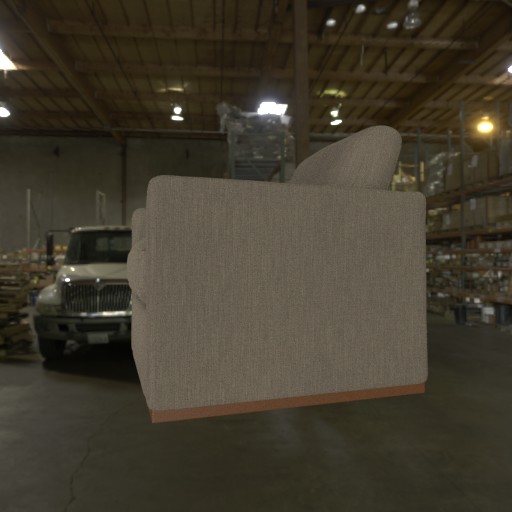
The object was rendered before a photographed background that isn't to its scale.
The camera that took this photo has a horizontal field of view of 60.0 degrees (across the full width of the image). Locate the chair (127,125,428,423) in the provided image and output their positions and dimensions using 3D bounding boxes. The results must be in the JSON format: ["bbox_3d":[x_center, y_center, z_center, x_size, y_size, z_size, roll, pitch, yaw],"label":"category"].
[{"bbox_3d":[0.000,0.000,1.523,0.834,0.811,0.763,0,-1,-18],"label":"chair"}]
